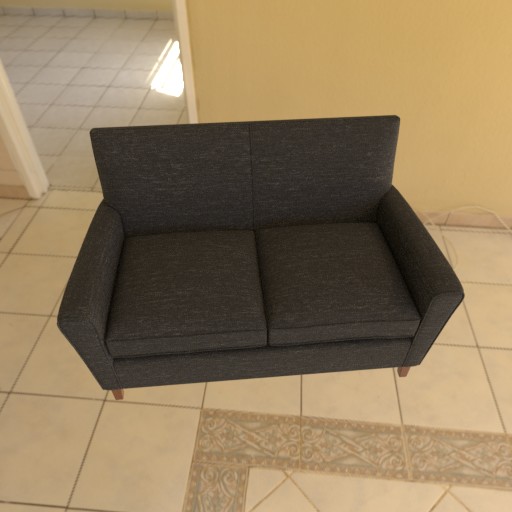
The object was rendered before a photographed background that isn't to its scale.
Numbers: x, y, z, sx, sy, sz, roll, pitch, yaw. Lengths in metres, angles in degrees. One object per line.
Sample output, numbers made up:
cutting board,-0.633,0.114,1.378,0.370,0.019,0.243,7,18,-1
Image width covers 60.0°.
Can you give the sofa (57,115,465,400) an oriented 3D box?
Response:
sofa,0.000,0.000,1.935,1.420,0.846,0.875,-4,45,-4
